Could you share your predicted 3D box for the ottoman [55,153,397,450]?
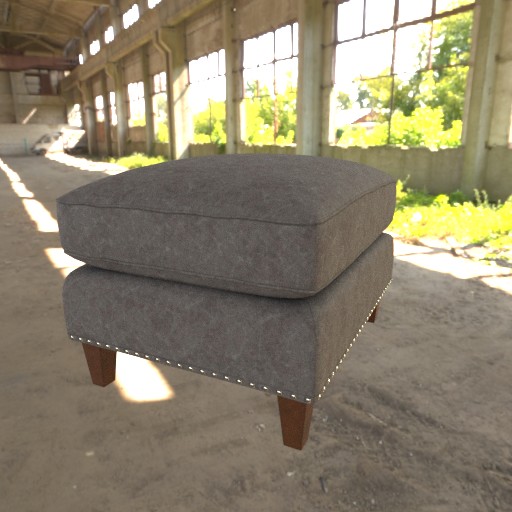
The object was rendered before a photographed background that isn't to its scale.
[{"bbox_3d":[0.000,0.000,1.140,0.584,0.513,0.741,7,17,25],"label":"ottoman"}]
